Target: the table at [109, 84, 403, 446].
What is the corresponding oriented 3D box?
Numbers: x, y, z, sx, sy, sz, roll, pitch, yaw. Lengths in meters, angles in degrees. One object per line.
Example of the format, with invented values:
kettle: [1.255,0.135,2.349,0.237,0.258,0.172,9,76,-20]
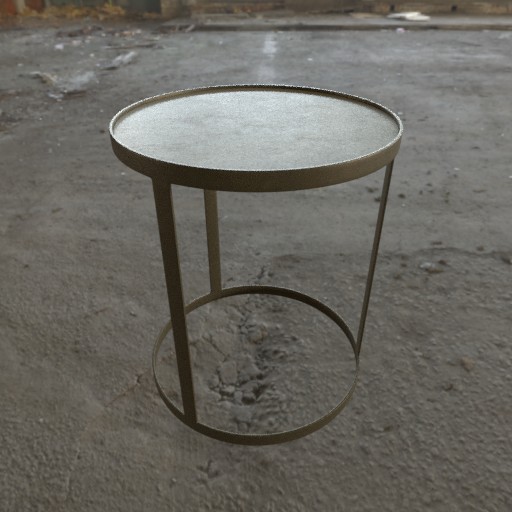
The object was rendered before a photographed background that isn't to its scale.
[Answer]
table: [0.000,0.000,0.904,0.480,0.565,0.480,0,33,0]
